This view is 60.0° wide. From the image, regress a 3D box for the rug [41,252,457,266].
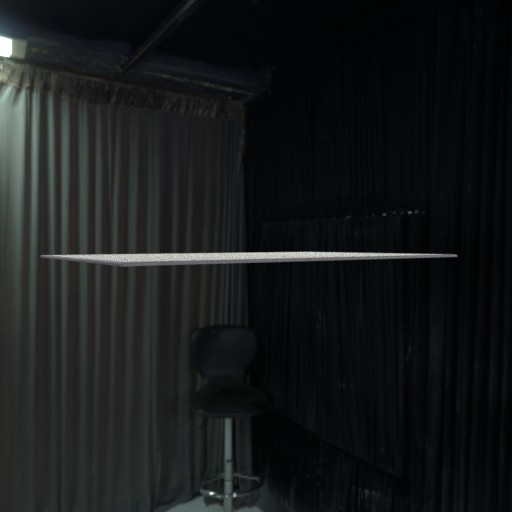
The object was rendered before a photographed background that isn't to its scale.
[{"bbox_3d":[0.000,0.000,2.100,1.676,0.013,1.067,-1,2,-36],"label":"rug"}]
